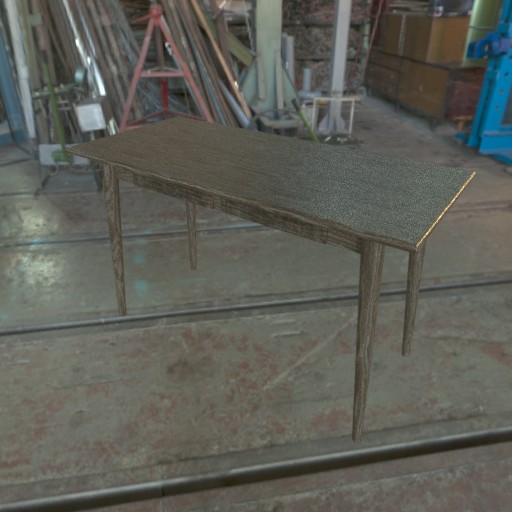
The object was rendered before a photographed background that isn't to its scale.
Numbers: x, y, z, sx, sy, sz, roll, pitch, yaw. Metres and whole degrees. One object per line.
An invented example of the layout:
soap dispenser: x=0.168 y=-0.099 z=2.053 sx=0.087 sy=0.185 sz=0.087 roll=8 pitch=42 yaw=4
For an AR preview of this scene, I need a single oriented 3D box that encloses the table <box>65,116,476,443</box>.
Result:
table: x=0.000 y=0.000 z=1.721 sx=1.300 sy=0.780 sz=0.599 roll=20 pitch=36 yaw=29
